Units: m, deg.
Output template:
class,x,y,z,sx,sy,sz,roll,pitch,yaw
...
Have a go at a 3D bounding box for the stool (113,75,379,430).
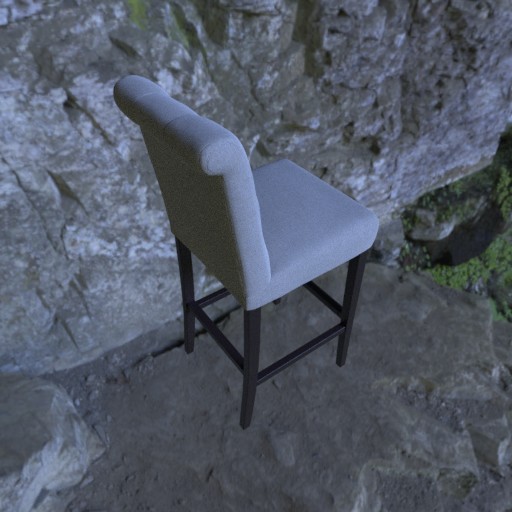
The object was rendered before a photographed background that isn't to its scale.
class,x,y,z,sx,sy,sz,roll,pitch,yaw
stool,0.000,0.000,1.461,0.601,1.140,0.493,-25,46,-26
